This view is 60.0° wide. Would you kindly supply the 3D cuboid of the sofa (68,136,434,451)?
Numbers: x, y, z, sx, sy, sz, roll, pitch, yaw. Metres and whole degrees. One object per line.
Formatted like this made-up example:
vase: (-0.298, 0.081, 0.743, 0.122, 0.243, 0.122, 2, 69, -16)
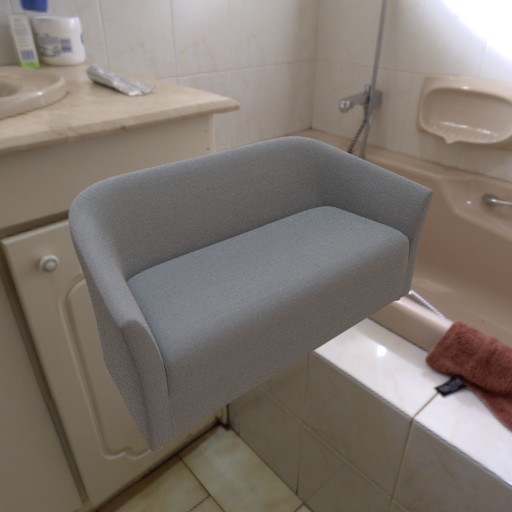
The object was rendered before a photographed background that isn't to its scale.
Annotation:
sofa: (0.000, 0.000, 1.872, 1.452, 0.721, 0.705, -22, 37, -33)
